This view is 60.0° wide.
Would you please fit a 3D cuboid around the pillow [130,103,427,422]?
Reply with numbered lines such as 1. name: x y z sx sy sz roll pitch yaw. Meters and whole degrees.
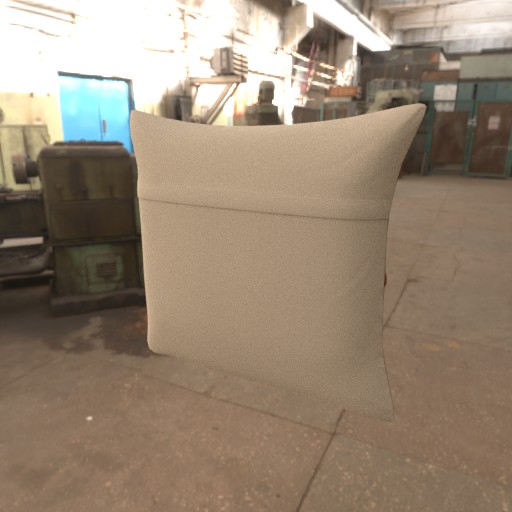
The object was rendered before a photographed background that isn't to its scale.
1. pillow: 0.000 0.000 0.748 0.501 0.477 0.192 9 19 27
